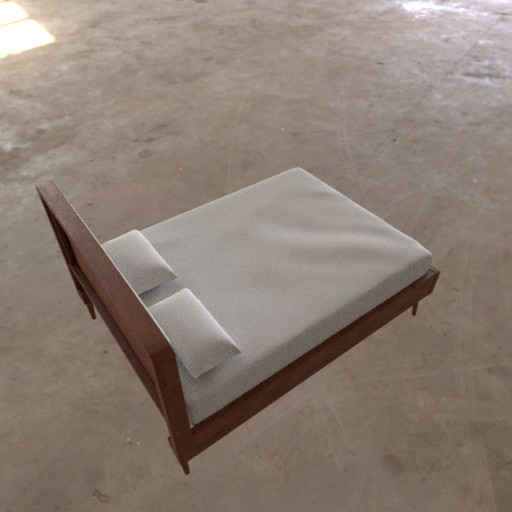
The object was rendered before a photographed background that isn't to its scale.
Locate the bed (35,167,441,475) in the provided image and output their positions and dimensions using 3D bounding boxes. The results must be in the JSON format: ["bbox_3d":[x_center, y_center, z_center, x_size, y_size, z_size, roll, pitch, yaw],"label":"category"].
[{"bbox_3d":[0.000,0.000,3.129,2.196,1.275,1.587,-27,49,-26],"label":"bed"}]
